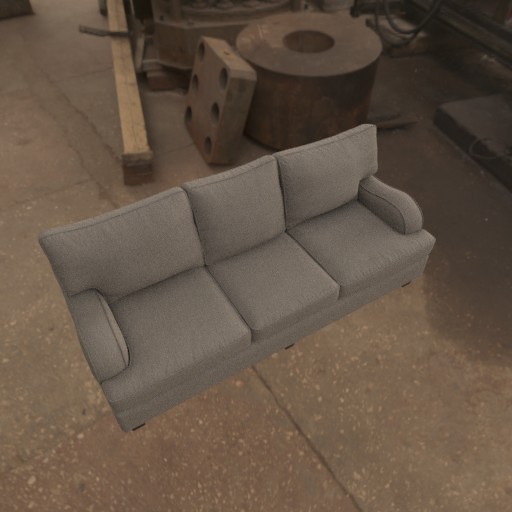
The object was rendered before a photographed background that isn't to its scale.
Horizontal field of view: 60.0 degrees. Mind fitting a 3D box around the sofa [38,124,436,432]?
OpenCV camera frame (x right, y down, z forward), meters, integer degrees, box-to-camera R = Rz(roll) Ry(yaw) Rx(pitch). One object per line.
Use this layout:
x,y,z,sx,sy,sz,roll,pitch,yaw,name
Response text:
0.000,0.000,2.881,2.323,0.991,1.016,-23,50,-21,sofa
